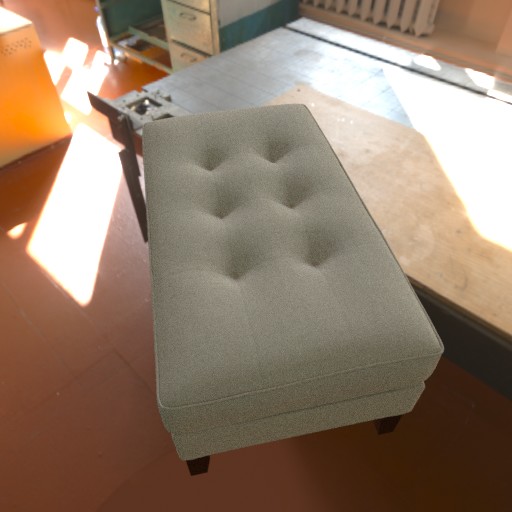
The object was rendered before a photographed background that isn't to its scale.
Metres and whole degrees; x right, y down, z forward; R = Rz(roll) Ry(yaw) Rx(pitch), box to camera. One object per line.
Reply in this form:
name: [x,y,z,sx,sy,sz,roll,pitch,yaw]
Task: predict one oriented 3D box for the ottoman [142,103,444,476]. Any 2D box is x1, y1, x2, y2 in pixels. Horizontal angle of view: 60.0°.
ottoman: [0.000,0.000,1.449,0.648,0.508,1.143,-9,47,-8]
